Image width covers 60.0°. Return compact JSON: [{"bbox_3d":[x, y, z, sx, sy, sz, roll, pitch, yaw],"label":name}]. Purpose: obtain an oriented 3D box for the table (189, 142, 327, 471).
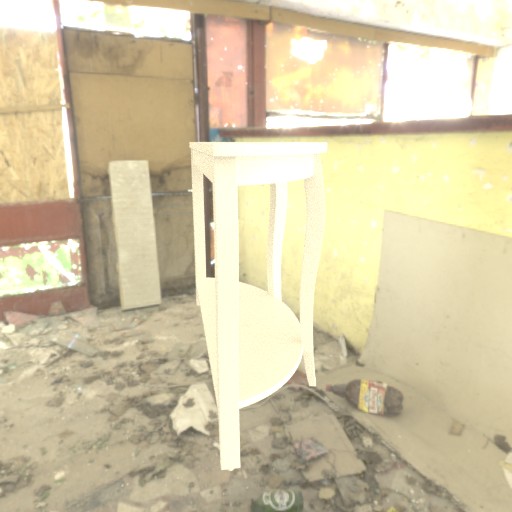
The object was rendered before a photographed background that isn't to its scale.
[{"bbox_3d":[0.000,0.000,1.572,0.394,0.780,1.219,-3,15,-10],"label":"table"}]
